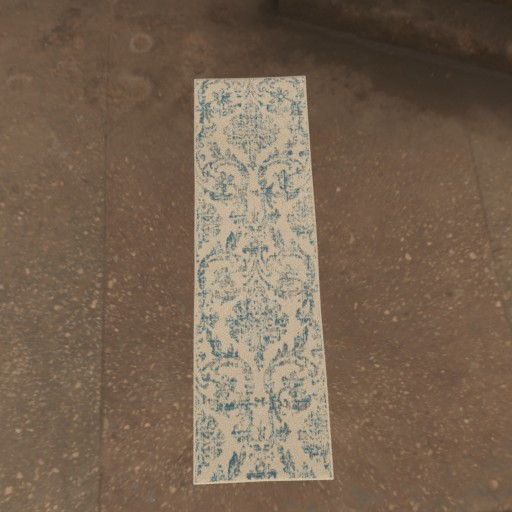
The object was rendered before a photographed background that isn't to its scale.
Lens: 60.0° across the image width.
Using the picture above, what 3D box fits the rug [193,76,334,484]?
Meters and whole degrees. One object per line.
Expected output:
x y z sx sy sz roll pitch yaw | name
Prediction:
0.000 0.000 2.359 0.662 0.011 2.196 -2 75 0 | rug
